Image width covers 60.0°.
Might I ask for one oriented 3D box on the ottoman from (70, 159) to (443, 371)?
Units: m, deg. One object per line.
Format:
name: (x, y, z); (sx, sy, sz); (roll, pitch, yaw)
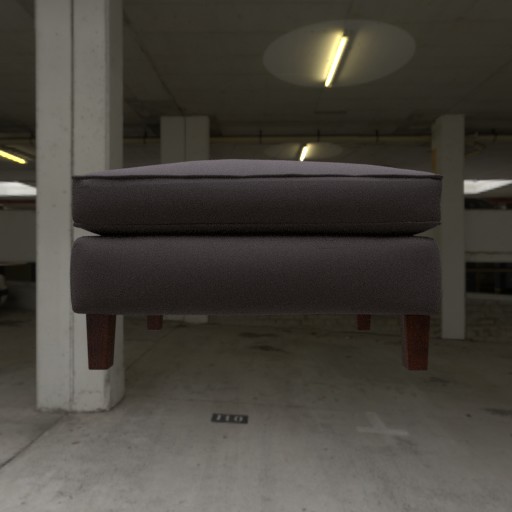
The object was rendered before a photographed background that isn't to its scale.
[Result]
ottoman: (0.000, 0.000, 1.011); (0.686, 0.406, 0.508); (0, 0, 1)
